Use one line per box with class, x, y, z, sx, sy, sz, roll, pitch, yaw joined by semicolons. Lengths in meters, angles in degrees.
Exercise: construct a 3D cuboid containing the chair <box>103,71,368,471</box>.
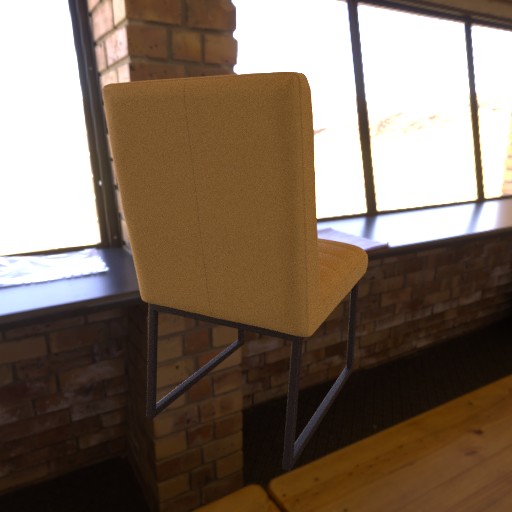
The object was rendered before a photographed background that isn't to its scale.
chair;0.000;0.000;1.303;0.520;0.930;0.634;8;17;27
